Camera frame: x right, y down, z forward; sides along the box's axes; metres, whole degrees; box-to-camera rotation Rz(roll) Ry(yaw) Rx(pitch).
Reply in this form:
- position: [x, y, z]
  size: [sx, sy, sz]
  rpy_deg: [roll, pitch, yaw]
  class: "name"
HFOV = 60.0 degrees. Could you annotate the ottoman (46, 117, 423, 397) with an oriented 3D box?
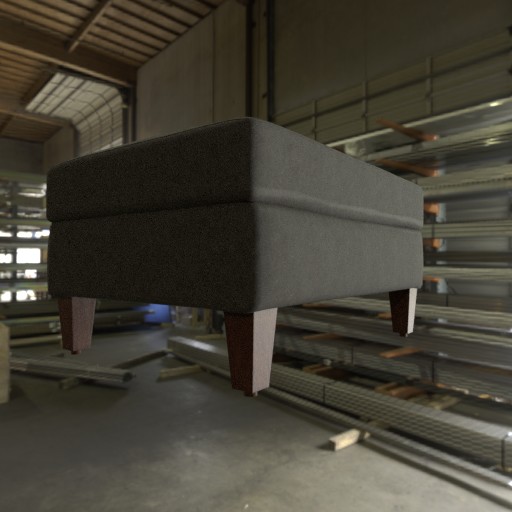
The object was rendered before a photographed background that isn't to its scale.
- position: [0.000, 0.000, 1.171]
  size: [0.639, 0.464, 0.839]
  rpy_deg: [-1, -1, 38]
  class: "ottoman"
